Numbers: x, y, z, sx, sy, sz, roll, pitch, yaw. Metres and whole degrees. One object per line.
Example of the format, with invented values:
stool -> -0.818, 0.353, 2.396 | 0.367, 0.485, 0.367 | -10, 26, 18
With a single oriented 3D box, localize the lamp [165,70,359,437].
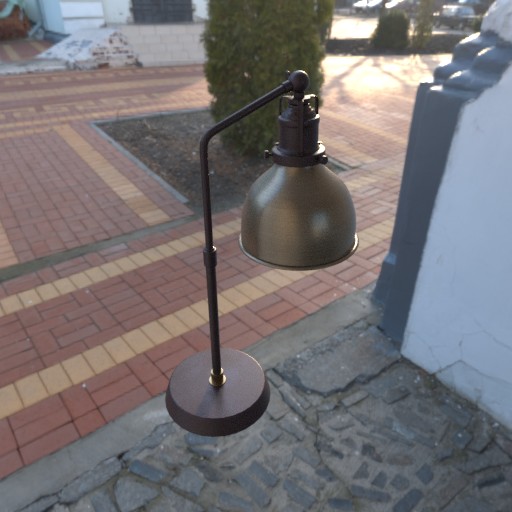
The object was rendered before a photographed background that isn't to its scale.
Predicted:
lamp -> 0.000, 0.000, 0.610 | 0.298, 0.469, 0.175 | -11, 32, -18
